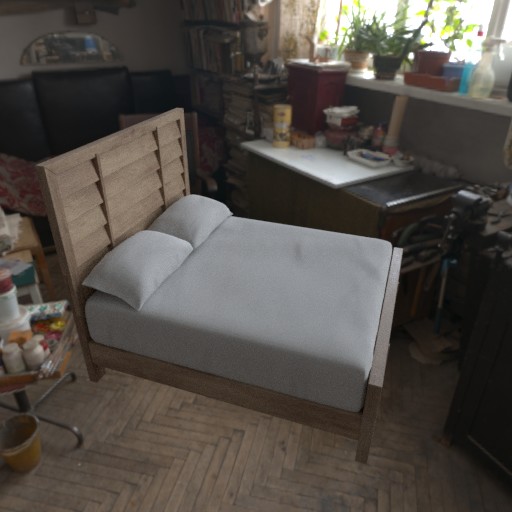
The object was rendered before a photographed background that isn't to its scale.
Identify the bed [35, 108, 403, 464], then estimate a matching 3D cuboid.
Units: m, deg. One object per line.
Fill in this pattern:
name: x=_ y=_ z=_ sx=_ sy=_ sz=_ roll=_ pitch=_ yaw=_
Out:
bed: x=0.000 y=0.000 z=3.207 sx=2.017 sy=1.631 sz=1.615 roll=10 pitch=31 yaw=17
